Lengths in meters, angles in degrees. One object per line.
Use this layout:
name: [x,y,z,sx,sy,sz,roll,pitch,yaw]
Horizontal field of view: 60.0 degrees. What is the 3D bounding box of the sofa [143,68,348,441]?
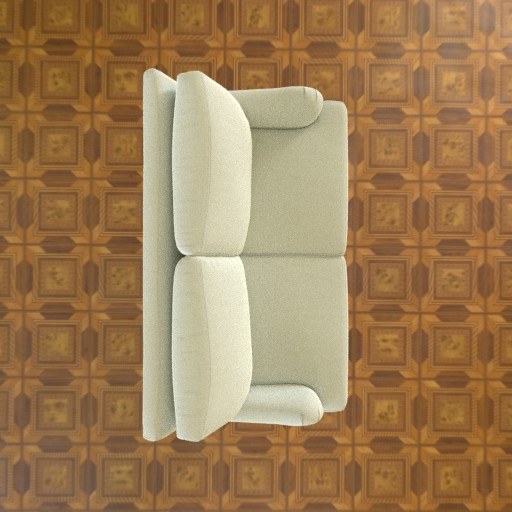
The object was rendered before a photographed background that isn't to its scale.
sofa: [0.000,0.000,2.560,1.084,1.101,1.853,0,90,0]
